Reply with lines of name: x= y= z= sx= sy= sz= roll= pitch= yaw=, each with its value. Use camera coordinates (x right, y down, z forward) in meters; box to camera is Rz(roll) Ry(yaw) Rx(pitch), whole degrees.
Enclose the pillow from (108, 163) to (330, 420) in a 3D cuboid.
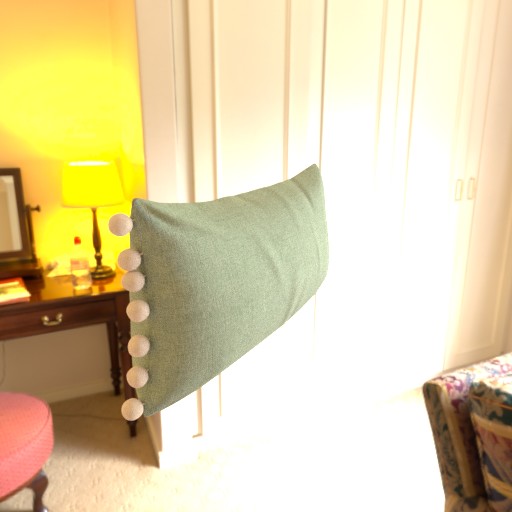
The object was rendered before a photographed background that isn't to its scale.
pillow: x=0.000 y=0.000 z=0.852 sx=0.201 sy=0.322 sz=0.709 roll=7 pitch=16 yaw=26
